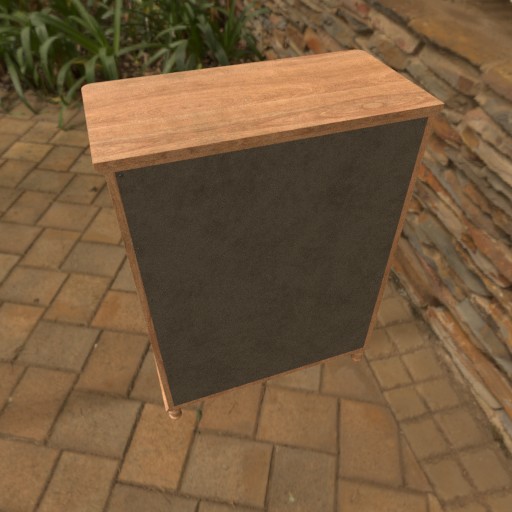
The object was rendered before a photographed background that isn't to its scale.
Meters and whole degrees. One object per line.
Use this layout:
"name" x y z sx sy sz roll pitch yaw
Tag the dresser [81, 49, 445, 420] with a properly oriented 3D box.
"dresser" 0.000 0.000 1.764 0.973 1.318 0.484 -13 45 -14
